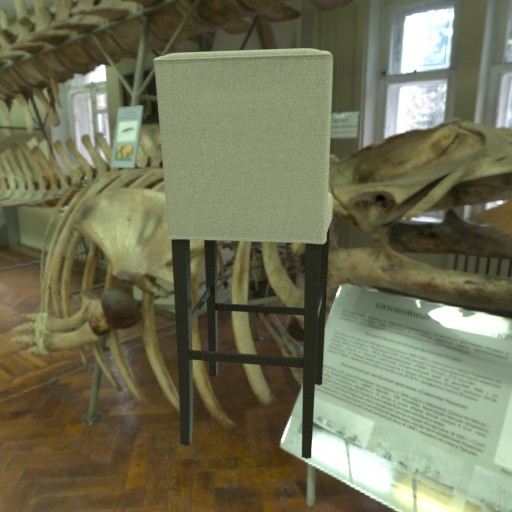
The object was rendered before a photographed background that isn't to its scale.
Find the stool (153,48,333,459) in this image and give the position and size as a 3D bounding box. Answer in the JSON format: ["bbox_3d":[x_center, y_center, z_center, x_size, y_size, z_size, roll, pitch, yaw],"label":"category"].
[{"bbox_3d":[0.000,0.000,1.413,0.474,1.116,0.509,2,13,9],"label":"stool"}]
